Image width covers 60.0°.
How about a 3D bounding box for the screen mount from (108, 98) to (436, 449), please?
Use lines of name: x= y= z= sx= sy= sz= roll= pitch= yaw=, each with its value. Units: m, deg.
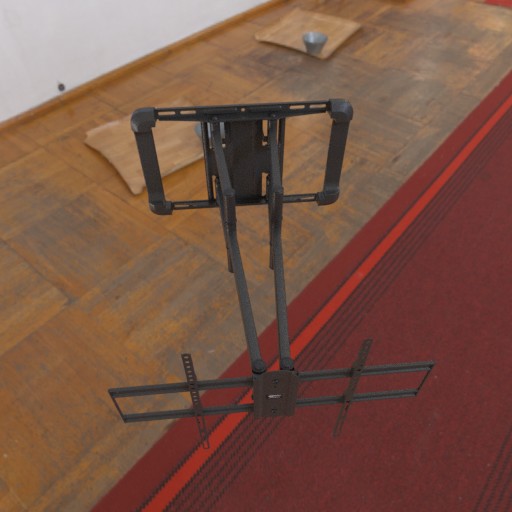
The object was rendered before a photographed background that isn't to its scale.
screen mount: x=0.000 y=0.000 z=1.297 sx=0.725 sy=0.483 sz=0.905 roll=-4 pitch=47 yaw=-4
